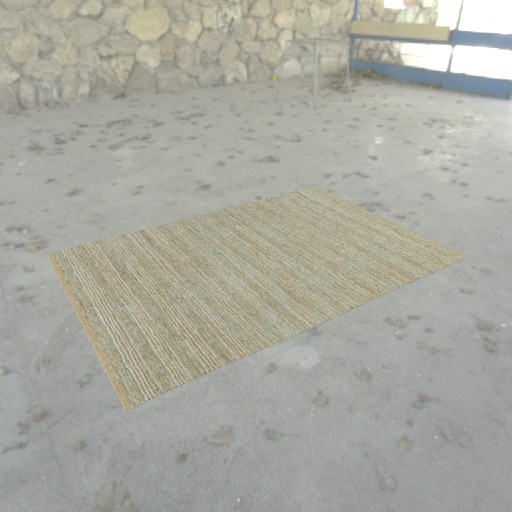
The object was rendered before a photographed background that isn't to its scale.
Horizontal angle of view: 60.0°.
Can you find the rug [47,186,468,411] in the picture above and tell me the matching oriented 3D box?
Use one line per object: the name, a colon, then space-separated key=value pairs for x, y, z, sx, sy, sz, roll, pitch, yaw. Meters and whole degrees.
rug: x=0.000 y=0.000 z=2.319 sx=1.824 sy=0.010 sz=1.240 roll=-18 pitch=34 yaw=-29
